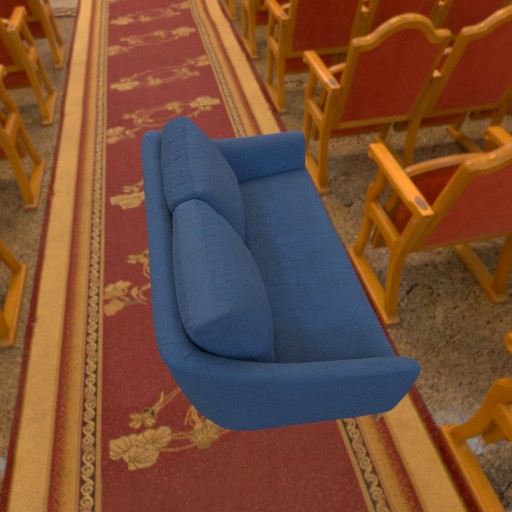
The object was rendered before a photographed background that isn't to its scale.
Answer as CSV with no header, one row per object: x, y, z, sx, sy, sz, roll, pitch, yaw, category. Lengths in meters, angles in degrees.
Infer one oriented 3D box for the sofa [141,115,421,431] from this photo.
0.000,0.000,2.202,0.960,0.902,1.619,-9,49,-8,sofa
